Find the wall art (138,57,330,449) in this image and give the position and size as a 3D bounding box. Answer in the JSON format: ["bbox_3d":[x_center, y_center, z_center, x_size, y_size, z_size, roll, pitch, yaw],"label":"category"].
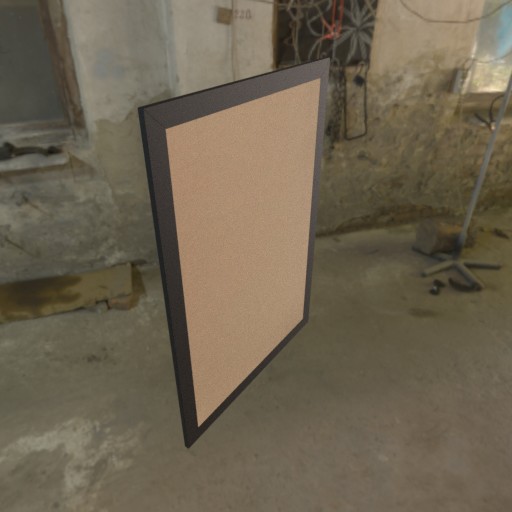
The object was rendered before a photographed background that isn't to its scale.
[{"bbox_3d":[0.000,0.000,0.695,0.008,0.530,0.379,21,38,30],"label":"wall art"}]
